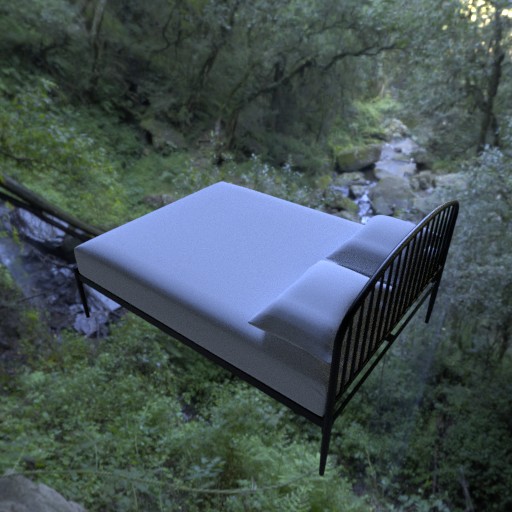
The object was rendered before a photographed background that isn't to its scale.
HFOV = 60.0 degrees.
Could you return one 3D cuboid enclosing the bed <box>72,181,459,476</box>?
[{"bbox_3d":[0.000,0.000,3.146,2.159,1.166,1.618,22,38,32],"label":"bed"}]
